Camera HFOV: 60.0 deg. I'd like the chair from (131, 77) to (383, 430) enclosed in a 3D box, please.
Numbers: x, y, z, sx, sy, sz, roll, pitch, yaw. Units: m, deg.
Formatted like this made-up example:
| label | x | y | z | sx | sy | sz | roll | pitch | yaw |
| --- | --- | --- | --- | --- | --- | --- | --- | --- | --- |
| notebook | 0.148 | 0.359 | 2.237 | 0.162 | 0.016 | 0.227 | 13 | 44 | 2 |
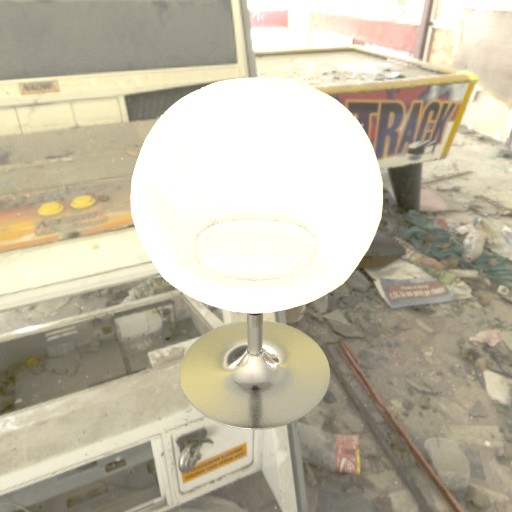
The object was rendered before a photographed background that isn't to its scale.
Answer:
| label | x | y | z | sx | sy | sz | roll | pitch | yaw |
| --- | --- | --- | --- | --- | --- | --- | --- | --- | --- |
| chair | 0.000 | 0.000 | 1.798 | 0.940 | 1.261 | 0.736 | 1 | 32 | 2 |
